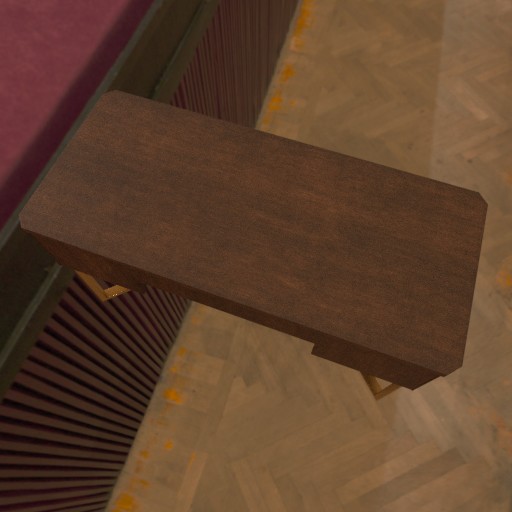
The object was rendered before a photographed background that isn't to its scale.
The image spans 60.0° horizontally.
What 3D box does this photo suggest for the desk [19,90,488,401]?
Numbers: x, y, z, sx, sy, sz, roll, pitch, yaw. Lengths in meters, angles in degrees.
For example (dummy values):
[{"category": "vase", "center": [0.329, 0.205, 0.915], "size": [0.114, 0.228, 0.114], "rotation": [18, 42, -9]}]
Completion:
[{"category": "desk", "center": [0.000, 0.000, 1.848], "size": [1.479, 0.762, 0.684], "rotation": [18, 65, 9]}]
